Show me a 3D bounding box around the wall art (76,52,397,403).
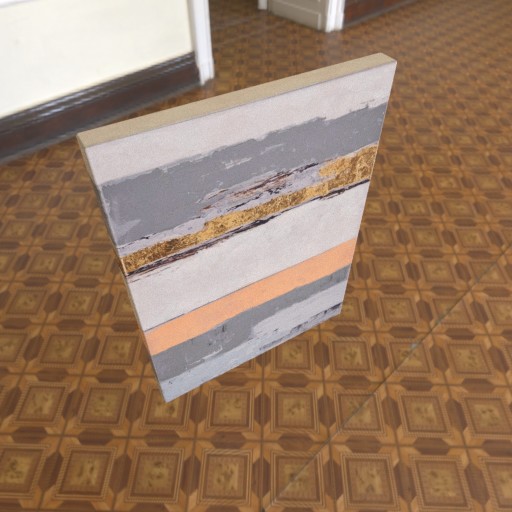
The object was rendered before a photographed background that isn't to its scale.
[{"bbox_3d":[0.000,0.000,0.792,0.456,0.609,0.038,-23,50,-21],"label":"wall art"}]
